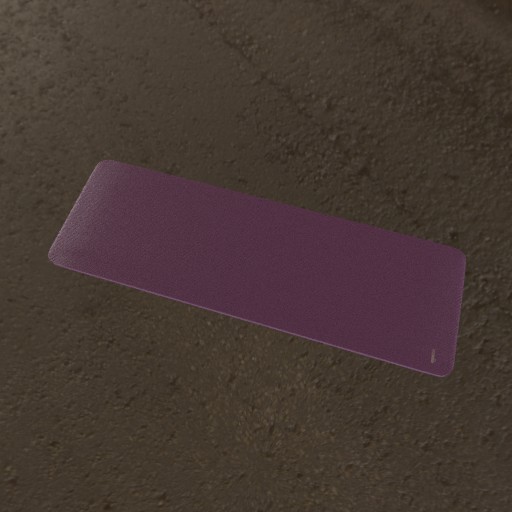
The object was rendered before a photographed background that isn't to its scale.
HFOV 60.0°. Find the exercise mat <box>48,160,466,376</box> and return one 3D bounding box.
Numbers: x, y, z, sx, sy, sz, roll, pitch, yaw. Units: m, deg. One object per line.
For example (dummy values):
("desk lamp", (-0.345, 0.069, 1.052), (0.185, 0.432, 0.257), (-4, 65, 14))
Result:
("exercise mat", (0.000, 0.000, 2.056), (1.869, 0.021, 0.616), (15, 65, 7))
